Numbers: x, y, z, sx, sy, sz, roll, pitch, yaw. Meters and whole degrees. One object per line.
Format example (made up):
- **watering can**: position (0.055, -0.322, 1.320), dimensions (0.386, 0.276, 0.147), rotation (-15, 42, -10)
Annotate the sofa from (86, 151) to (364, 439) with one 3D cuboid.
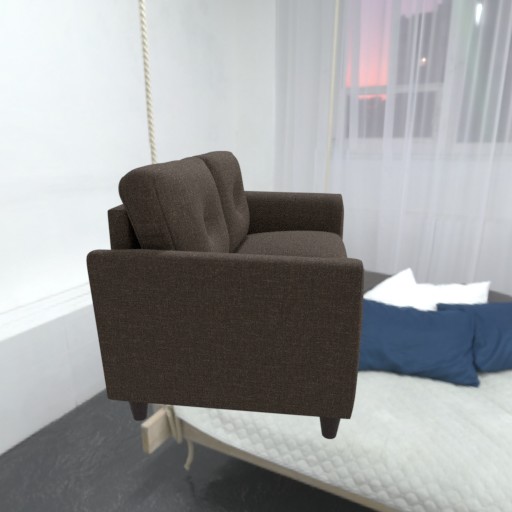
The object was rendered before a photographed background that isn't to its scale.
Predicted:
- **sofa**: position (0.000, 0.000, 2.002), dimensions (0.851, 0.885, 1.423), rotation (2, 16, 8)
